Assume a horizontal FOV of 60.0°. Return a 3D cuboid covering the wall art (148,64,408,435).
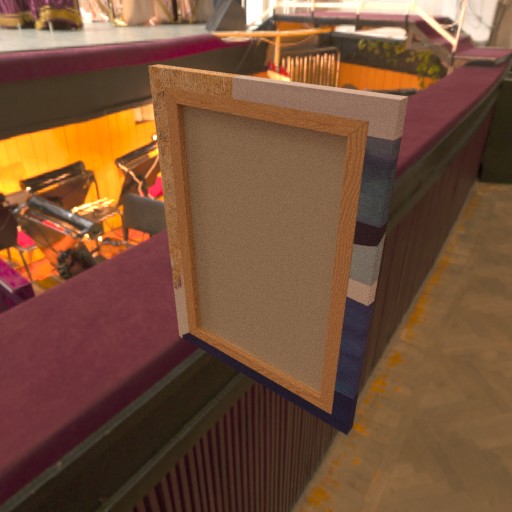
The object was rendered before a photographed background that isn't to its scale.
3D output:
[{"bbox_3d":[0.000,0.000,0.816,0.458,0.613,0.026,22,37,32],"label":"wall art"}]
